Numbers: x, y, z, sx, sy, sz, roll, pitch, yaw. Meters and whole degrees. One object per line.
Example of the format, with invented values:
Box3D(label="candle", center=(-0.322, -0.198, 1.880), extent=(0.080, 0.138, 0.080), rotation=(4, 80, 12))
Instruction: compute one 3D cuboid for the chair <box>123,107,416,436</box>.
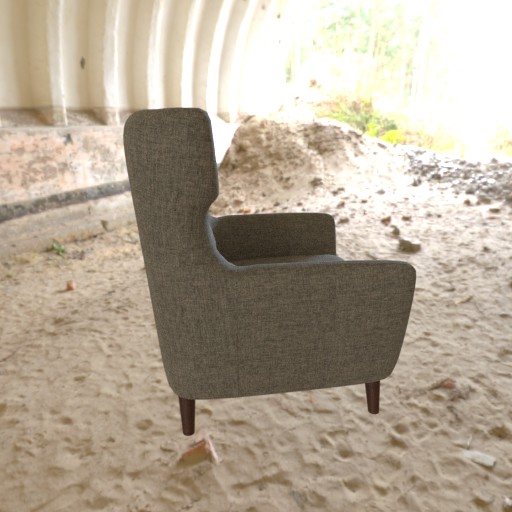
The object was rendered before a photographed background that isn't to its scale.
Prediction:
Box3D(label="chair", center=(0.000, 0.000, 1.704), extent=(0.904, 1.063, 0.878), rotation=(-3, 17, -9))
